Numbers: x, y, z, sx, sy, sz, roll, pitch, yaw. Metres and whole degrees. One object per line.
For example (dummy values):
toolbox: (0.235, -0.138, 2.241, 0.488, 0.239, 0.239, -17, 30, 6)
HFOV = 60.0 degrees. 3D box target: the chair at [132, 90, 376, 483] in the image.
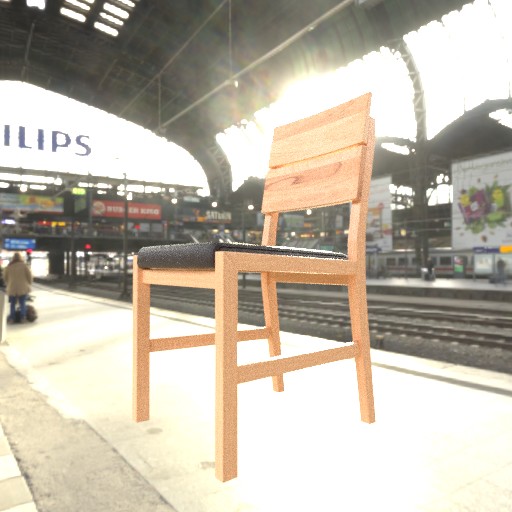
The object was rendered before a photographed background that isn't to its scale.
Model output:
chair: (0.000, 0.000, 1.275, 0.560, 0.950, 0.475, 1, -2, -38)
